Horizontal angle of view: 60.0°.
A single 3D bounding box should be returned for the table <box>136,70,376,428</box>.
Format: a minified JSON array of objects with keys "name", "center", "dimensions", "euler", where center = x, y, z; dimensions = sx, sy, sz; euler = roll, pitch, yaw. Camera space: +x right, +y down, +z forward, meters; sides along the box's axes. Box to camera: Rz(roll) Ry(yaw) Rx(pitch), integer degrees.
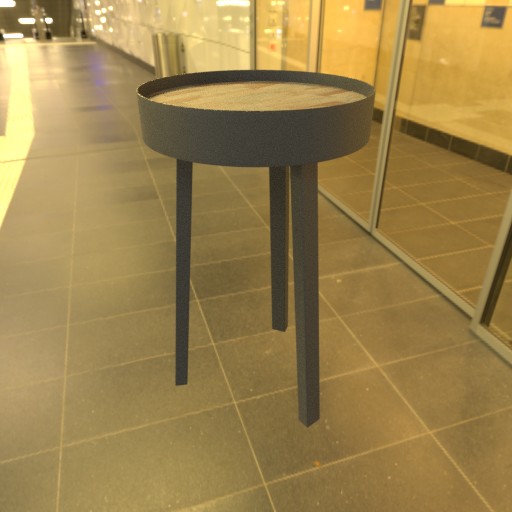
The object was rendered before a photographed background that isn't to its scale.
[{"name":"table","center":[0.000,0.000,0.944],"dimensions":[0.406,0.686,0.406],"euler":[-21,36,-32]}]
